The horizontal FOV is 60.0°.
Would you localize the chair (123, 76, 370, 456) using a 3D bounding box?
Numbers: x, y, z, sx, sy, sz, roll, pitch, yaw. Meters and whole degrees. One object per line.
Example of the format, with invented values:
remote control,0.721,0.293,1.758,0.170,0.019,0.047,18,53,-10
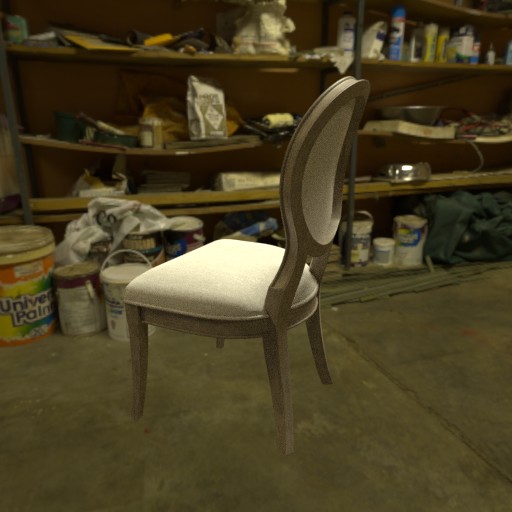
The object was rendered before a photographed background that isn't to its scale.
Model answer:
chair,0.000,0.000,1.343,0.602,0.990,0.558,8,18,25
